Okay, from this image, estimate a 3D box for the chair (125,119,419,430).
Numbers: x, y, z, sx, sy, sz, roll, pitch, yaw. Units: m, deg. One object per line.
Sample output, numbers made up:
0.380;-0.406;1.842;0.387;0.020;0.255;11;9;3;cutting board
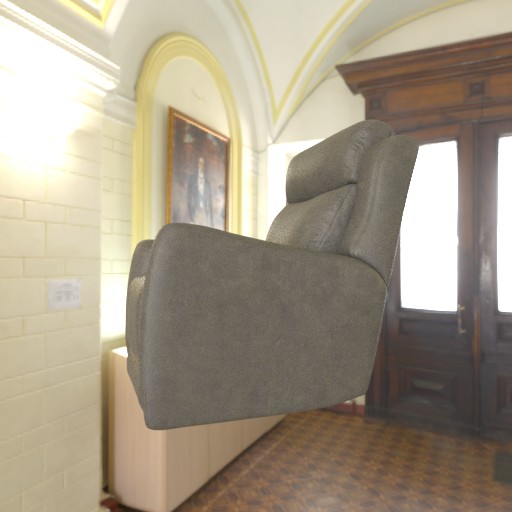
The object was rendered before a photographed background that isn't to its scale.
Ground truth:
0.000;0.000;1.937;1.068;1.116;0.965;0;-1;-19;chair
